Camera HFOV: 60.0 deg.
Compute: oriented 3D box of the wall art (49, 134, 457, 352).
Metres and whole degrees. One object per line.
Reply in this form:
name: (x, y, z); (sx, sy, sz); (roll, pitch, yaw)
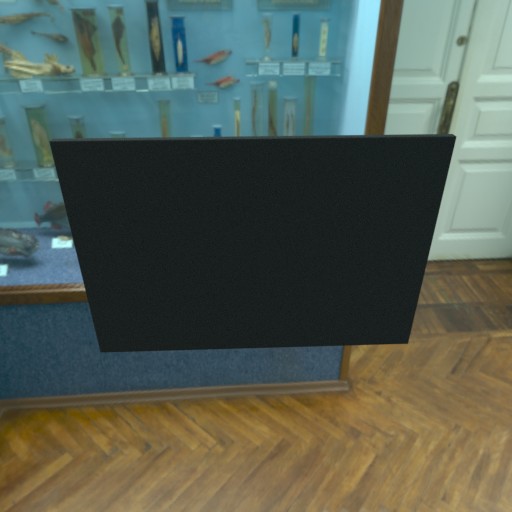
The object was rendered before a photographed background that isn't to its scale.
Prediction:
wall art: (0.000, 0.000, 1.221); (0.958, 0.656, 0.026); (-1, 31, -2)
